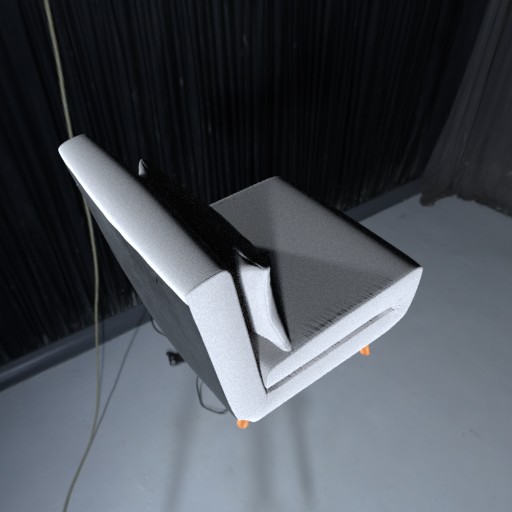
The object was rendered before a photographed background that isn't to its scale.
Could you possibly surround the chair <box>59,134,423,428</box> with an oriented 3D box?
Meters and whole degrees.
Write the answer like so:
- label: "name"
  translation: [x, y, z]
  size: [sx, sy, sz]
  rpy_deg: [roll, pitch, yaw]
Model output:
- label: "chair"
  translation: [0.000, 0.000, 1.499]
  size: [0.902, 0.808, 0.770]
  rpy_deg: [-25, 46, -27]
